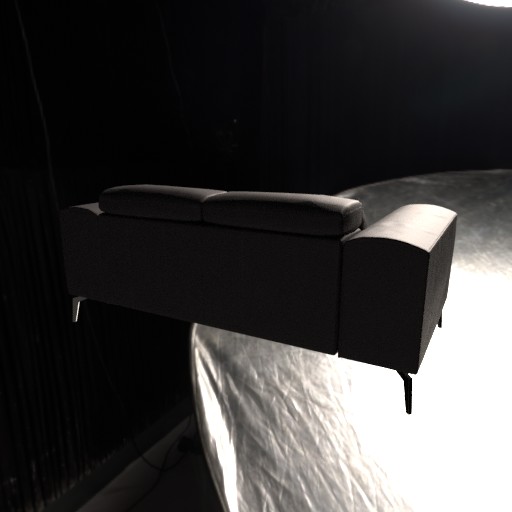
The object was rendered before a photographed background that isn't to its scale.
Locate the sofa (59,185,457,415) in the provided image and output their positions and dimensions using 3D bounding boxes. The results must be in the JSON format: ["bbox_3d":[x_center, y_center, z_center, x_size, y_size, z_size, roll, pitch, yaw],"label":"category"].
[{"bbox_3d":[0.000,0.000,2.390,1.895,0.779,1.003,8,16,28],"label":"sofa"}]
